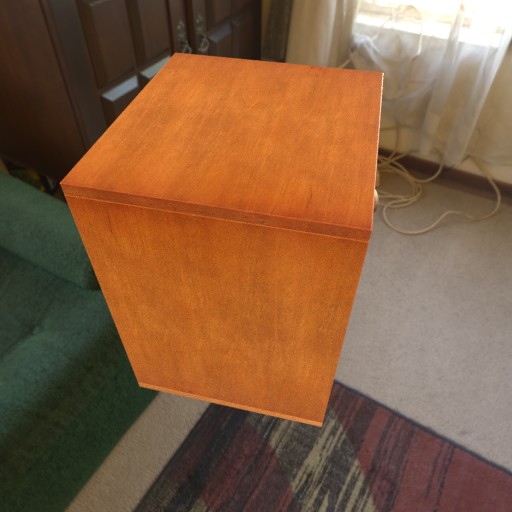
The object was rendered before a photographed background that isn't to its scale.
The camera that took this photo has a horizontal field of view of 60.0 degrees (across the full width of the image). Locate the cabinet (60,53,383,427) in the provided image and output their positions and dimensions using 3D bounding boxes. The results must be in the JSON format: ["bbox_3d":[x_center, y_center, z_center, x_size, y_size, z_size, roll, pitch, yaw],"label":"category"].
[{"bbox_3d":[0.000,0.000,0.860,0.401,0.579,0.409,9,47,9],"label":"cabinet"}]
